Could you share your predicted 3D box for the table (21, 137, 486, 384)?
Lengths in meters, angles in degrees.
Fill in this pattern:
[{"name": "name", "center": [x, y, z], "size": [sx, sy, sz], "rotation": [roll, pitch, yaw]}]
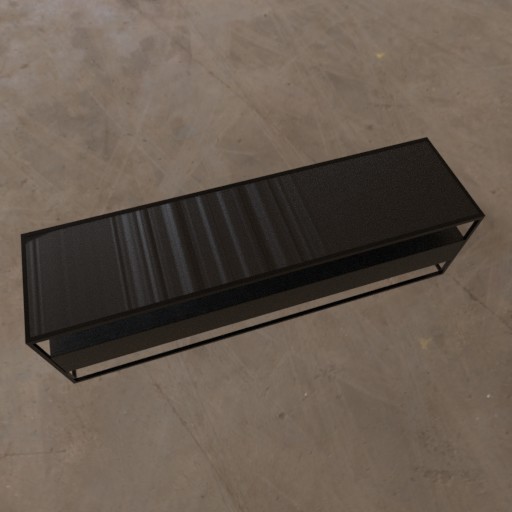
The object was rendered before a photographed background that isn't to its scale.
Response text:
[{"name": "table", "center": [0.000, 0.000, 1.633], "size": [1.486, 0.395, 0.399], "rotation": [-15, 59, -9]}]
